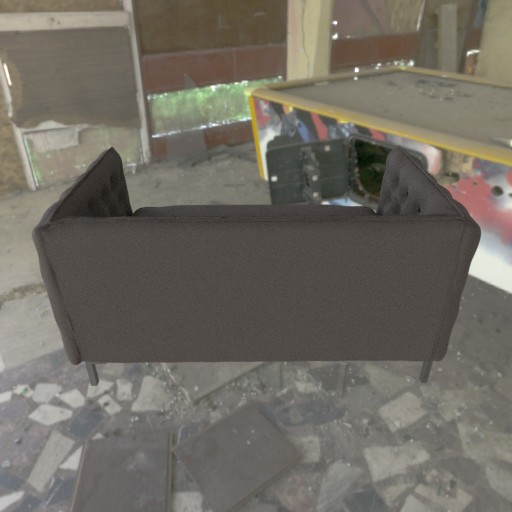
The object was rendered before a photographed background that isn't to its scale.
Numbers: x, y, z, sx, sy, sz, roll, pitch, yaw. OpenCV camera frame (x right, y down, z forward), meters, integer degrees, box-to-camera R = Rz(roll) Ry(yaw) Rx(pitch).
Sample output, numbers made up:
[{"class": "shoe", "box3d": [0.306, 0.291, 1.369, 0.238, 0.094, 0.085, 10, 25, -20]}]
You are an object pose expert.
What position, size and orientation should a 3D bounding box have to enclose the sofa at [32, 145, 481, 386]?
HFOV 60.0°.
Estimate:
[{"class": "sofa", "box3d": [0.000, 0.000, 2.074, 1.583, 0.810, 0.909, 0, 31, -1]}]
